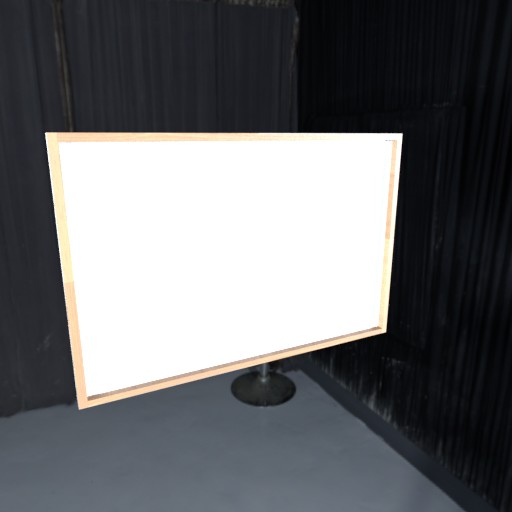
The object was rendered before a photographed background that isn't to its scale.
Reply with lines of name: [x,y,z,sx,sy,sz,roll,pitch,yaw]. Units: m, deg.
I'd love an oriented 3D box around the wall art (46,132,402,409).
wall art: [0.000,0.000,1.137,0.914,0.607,0.023,-8,17,-26]
